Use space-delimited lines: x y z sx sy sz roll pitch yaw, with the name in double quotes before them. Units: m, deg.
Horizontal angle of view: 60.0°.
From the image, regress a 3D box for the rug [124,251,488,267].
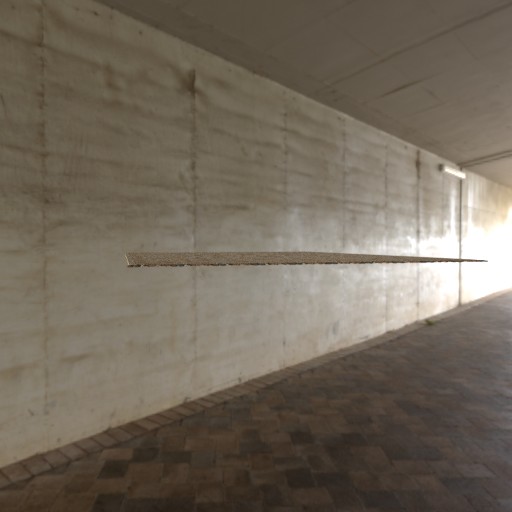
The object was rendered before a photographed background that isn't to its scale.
"rug" 0.000 0.000 2.254 1.278 0.009 1.726 -1 2 -17
